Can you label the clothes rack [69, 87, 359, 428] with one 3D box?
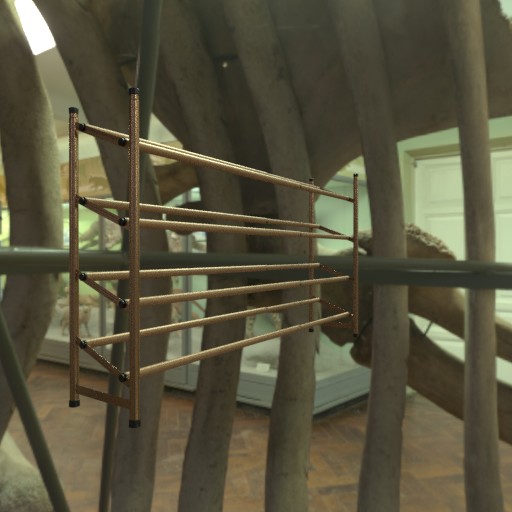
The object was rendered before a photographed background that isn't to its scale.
[{"bbox_3d":[0.000,0.000,1.411,0.229,0.672,1.168,0,0,35],"label":"clothes rack"}]
